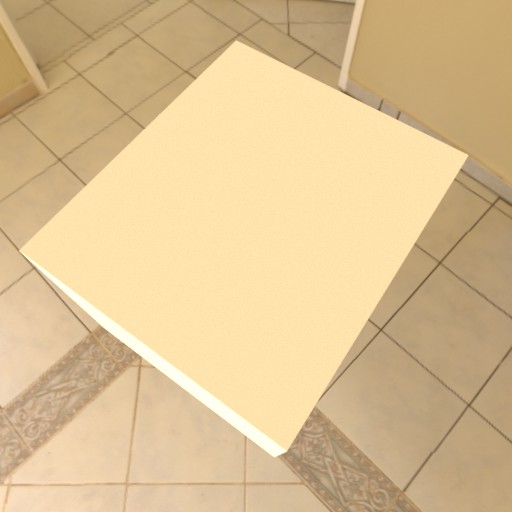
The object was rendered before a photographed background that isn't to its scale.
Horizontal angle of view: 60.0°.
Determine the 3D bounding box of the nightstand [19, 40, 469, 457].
[{"bbox_3d":[0.000,0.000,0.755,0.408,0.351,0.470,32,69,14],"label":"nightstand"}]
